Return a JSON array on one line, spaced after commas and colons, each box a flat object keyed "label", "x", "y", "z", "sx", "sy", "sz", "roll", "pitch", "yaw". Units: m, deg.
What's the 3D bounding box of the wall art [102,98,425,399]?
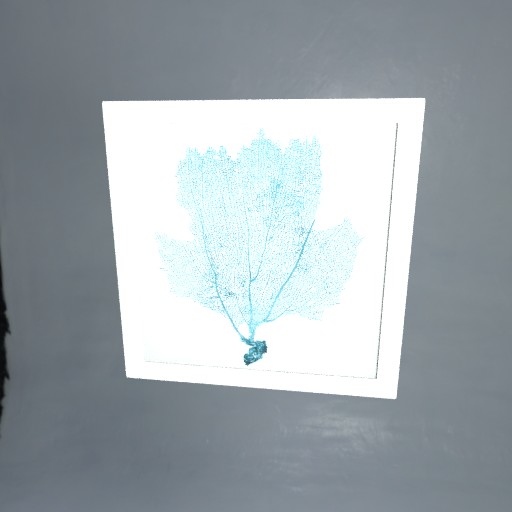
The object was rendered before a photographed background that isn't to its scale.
[{"label": "wall art", "x": 0.000, "y": 0.000, "z": 0.879, "sx": 0.584, "sy": 0.584, "sz": 0.013, "roll": 2, "pitch": 16, "yaw": 8}]
